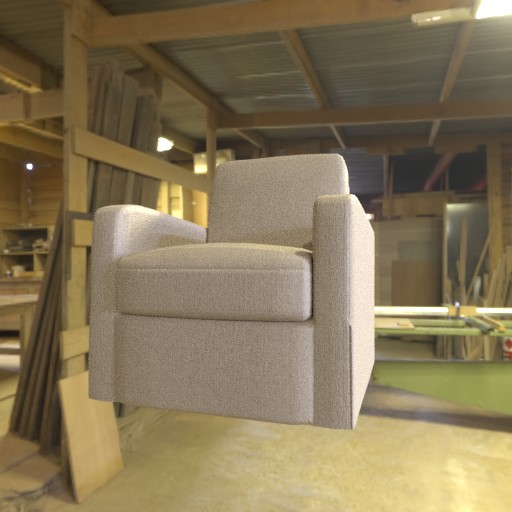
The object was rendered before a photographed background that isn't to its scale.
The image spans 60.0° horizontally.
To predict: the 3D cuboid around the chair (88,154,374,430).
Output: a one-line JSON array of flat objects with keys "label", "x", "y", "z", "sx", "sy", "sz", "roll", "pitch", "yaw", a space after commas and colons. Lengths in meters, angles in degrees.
[{"label": "chair", "x": 0.000, "y": 0.000, "z": 1.541, "sx": 0.755, "sy": 0.827, "sz": 0.888, "roll": 0, "pitch": -1, "yaw": 19}]
